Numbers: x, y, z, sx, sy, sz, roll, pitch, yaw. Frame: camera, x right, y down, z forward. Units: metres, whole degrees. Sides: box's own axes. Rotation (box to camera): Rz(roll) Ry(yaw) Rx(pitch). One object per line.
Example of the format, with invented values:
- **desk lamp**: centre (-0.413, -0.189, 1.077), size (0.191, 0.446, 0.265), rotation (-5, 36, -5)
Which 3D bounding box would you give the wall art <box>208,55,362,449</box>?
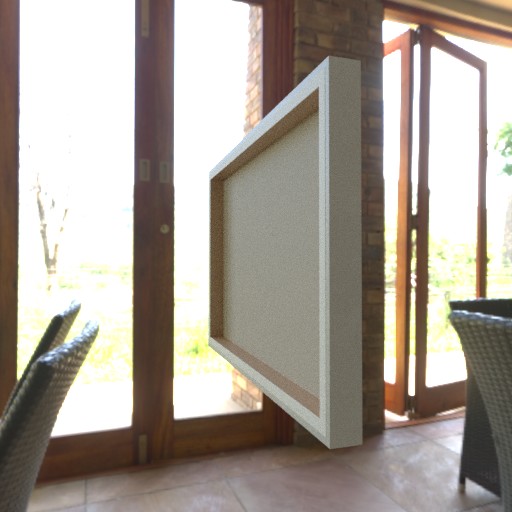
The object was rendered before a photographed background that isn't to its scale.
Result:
- **wall art**: centre (0.000, 0.000, 0.753), size (0.038, 0.407, 0.609), rotation (0, -1, -18)
